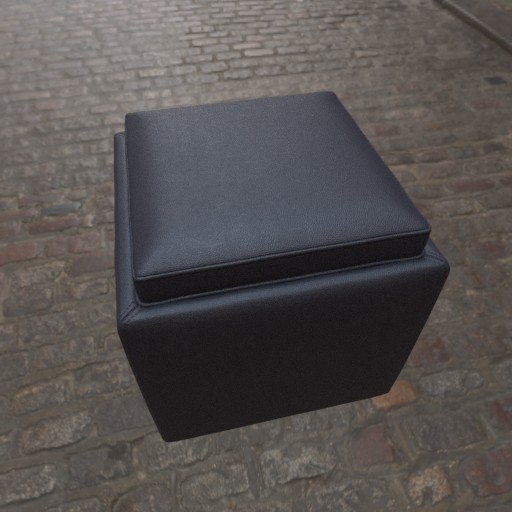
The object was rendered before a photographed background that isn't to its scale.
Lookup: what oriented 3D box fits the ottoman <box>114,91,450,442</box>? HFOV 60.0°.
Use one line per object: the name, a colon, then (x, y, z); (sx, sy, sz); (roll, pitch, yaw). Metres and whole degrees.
ottoman: (0.000, 0.000, 0.809); (0.450, 0.460, 0.451); (-9, 48, -9)
